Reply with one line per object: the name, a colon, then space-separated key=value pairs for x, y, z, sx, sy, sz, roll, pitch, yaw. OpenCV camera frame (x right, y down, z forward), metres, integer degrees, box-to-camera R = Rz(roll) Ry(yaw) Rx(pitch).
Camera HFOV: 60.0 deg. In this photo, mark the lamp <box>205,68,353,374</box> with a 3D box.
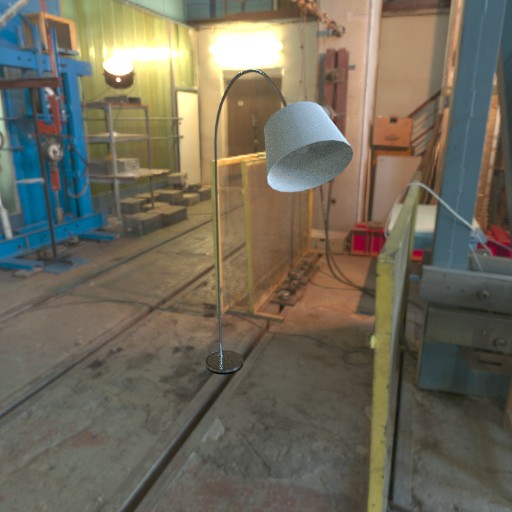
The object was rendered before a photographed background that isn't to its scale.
lamp: x=0.000 y=0.000 z=2.663 sx=0.406 sy=2.098 sz=1.445 roll=-8 pitch=19 yaw=-24
